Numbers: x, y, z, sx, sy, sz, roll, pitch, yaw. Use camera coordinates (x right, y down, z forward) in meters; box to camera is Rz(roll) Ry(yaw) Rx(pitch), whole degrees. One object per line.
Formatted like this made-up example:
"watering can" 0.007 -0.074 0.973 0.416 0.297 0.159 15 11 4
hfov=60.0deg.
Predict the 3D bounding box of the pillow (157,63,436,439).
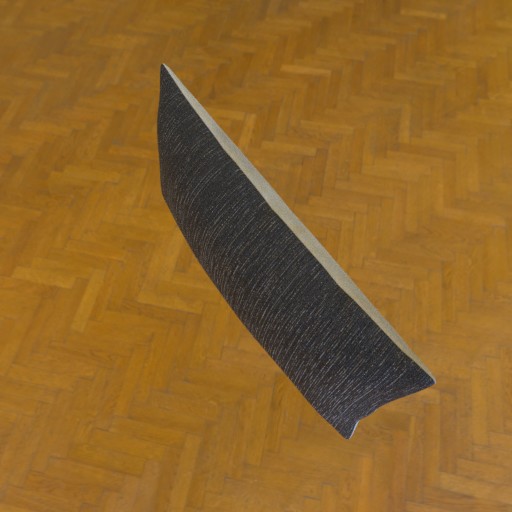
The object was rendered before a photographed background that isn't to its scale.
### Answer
"pillow" 0.000 0.000 0.718 0.156 0.305 0.608 -32 67 -15
